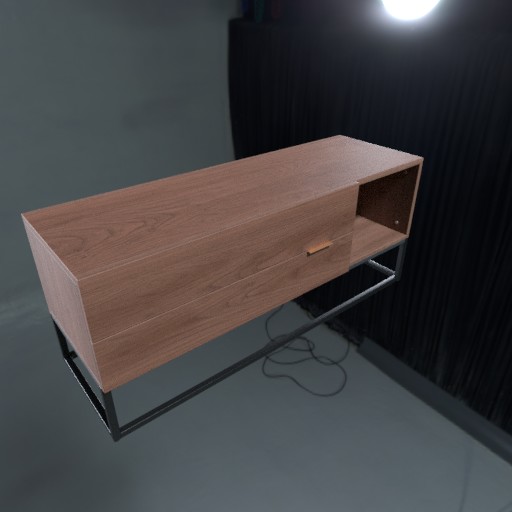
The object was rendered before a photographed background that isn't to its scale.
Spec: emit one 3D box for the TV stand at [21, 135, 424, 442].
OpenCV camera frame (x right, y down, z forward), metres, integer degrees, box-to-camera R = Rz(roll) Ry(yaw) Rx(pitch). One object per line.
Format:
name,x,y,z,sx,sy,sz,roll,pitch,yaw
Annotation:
TV stand,0.000,0.000,1.438,1.200,0.500,0.415,-22,37,-33
